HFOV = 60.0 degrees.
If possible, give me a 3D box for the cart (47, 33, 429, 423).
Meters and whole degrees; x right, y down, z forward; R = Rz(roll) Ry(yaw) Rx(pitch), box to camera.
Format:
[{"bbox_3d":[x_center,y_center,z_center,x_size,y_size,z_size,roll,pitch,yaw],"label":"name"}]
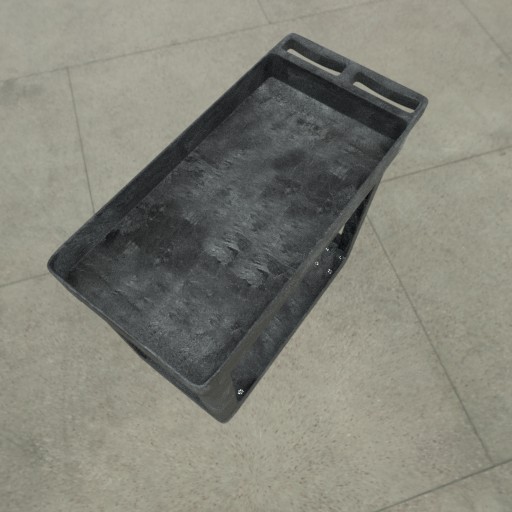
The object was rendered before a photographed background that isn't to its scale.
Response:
[{"bbox_3d":[0.000,0.000,1.350,0.420,0.824,0.877,34,68,16],"label":"cart"}]
